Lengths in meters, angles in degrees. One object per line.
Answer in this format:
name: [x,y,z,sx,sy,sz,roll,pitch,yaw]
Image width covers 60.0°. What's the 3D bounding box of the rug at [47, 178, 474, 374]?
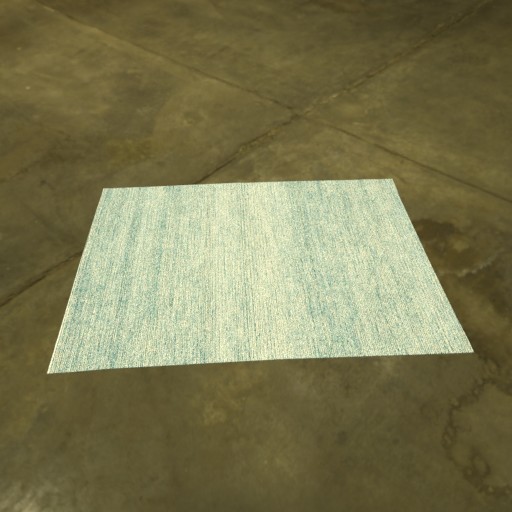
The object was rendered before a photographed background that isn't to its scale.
rug: [0.000,0.000,2.939,2.306,0.030,1.613,-2,46,-2]
